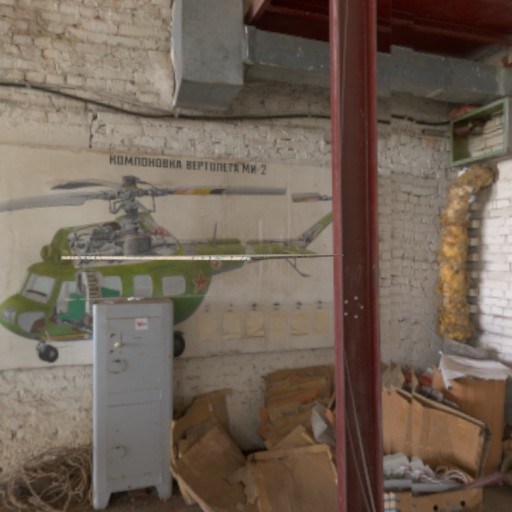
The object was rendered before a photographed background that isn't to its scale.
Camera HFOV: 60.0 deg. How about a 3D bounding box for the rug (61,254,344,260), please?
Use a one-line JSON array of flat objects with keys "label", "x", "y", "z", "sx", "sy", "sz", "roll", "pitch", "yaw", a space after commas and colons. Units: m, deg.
[{"label": "rug", "x": 0.000, "y": 0.000, "z": 2.734, "sx": 0.775, "sy": 0.012, "sz": 2.452, "roll": 0, "pitch": 0, "yaw": 18}]
